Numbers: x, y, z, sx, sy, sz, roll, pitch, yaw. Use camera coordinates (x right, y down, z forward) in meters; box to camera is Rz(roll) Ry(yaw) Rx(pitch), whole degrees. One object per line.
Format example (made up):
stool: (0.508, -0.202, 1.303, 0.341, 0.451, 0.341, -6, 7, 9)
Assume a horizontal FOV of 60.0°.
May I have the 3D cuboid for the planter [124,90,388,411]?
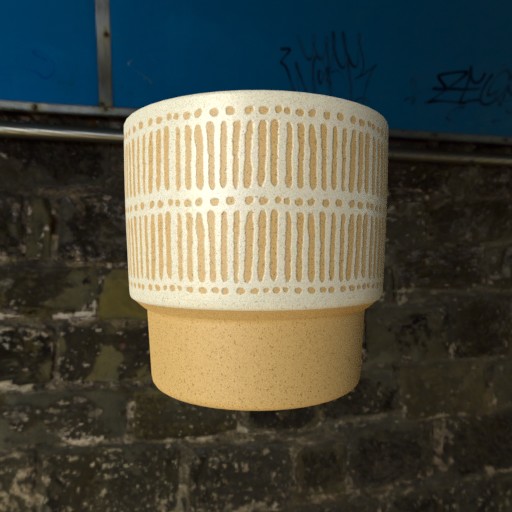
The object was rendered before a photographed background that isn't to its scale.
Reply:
planter: (0.000, 0.000, 0.555, 0.317, 0.303, 0.317, 0, 1, 0)
